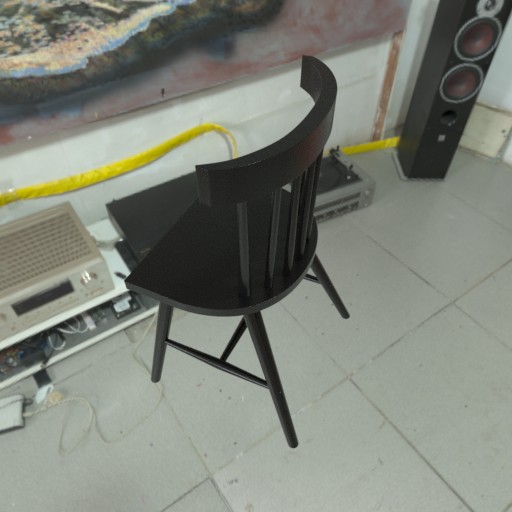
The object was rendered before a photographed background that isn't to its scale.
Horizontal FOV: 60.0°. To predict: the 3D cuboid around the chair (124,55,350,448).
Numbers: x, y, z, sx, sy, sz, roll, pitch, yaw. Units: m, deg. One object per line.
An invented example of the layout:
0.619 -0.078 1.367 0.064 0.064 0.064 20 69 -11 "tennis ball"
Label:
0.000 0.000 1.132 0.483 0.844 0.506 19 49 17 "chair"
